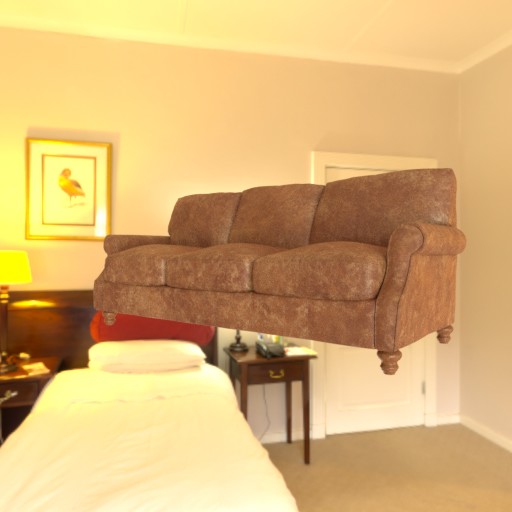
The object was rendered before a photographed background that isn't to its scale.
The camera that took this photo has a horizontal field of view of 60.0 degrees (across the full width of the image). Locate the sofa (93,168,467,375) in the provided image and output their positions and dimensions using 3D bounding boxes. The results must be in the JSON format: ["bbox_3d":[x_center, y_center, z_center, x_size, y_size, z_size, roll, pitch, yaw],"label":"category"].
[{"bbox_3d":[0.000,0.000,2.816,2.351,0.977,0.973,0,1,38],"label":"sofa"}]
